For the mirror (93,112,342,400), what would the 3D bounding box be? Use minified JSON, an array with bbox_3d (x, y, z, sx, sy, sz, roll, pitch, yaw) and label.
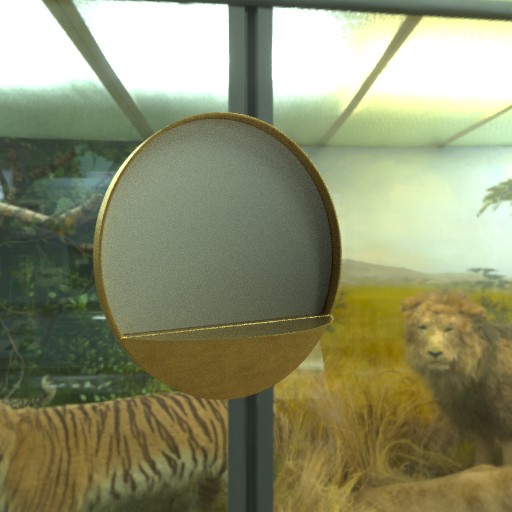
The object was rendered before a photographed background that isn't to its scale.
[{"bbox_3d":[0.000,0.000,0.686,0.457,0.457,0.133,0,0,-35],"label":"mirror"}]
